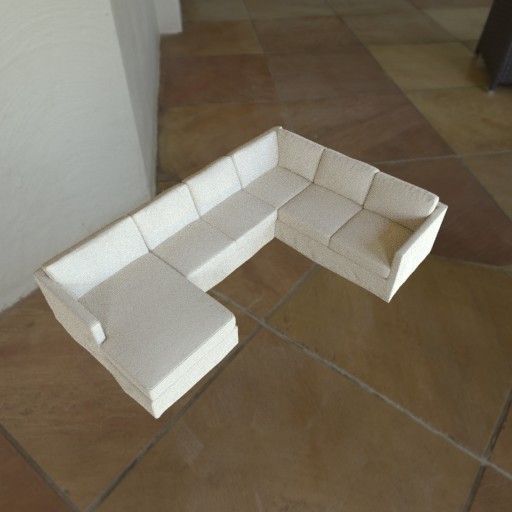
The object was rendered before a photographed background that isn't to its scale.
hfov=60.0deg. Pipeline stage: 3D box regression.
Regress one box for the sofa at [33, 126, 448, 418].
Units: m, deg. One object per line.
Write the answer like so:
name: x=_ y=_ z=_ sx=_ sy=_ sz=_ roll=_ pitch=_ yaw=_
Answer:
sofa: x=0.000 y=0.000 z=4.532 sx=2.448 sy=0.882 sz=3.464 roll=31 pitch=53 yaw=27
